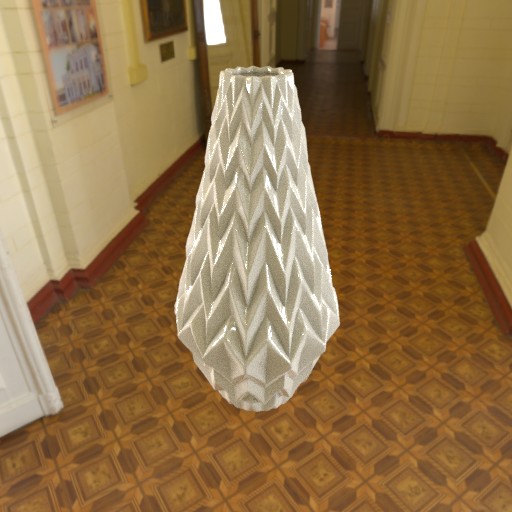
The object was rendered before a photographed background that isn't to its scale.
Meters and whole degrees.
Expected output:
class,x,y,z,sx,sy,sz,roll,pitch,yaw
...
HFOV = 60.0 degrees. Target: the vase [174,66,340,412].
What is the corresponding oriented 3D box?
class,x,y,z,sx,sy,sz,roll,pitch,yaw
vase,0.000,0.000,0.421,0.167,0.328,0.167,0,31,0
